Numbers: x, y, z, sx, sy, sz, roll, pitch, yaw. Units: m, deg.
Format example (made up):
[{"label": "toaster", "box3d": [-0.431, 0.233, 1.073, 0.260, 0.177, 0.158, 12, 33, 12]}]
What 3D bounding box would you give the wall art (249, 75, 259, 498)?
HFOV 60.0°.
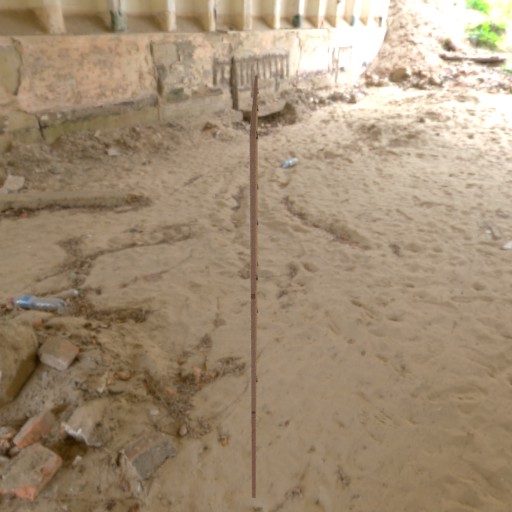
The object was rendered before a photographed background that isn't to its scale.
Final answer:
[{"label": "wall art", "box3d": [0.000, 0.000, 1.764, 0.019, 1.218, 1.221, 0, 28, 0]}]
